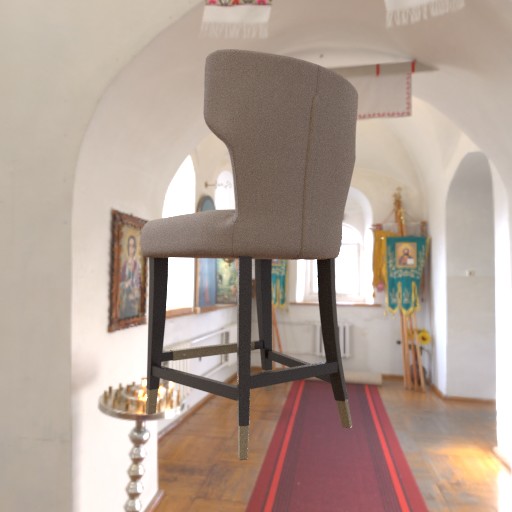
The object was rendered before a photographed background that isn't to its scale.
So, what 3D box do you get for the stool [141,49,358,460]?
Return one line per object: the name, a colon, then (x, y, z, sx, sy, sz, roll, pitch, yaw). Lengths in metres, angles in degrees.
stool: (0.000, 0.000, 1.335, 0.527, 0.982, 0.563, 1, -2, -36)
